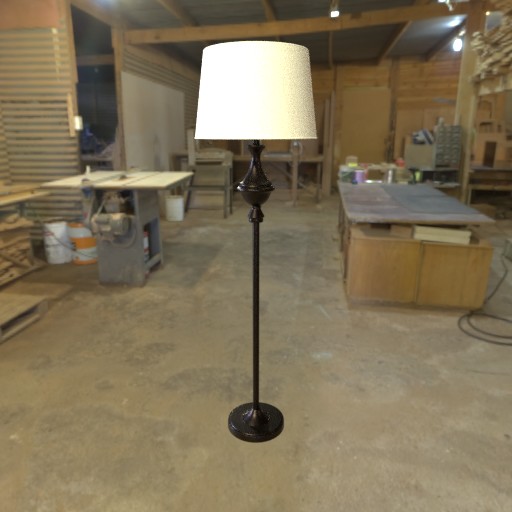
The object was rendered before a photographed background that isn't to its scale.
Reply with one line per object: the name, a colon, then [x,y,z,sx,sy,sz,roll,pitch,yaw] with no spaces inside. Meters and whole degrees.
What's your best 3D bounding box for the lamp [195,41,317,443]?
lamp: [0.000,0.000,1.687,0.431,1.484,0.431,0,16,0]
